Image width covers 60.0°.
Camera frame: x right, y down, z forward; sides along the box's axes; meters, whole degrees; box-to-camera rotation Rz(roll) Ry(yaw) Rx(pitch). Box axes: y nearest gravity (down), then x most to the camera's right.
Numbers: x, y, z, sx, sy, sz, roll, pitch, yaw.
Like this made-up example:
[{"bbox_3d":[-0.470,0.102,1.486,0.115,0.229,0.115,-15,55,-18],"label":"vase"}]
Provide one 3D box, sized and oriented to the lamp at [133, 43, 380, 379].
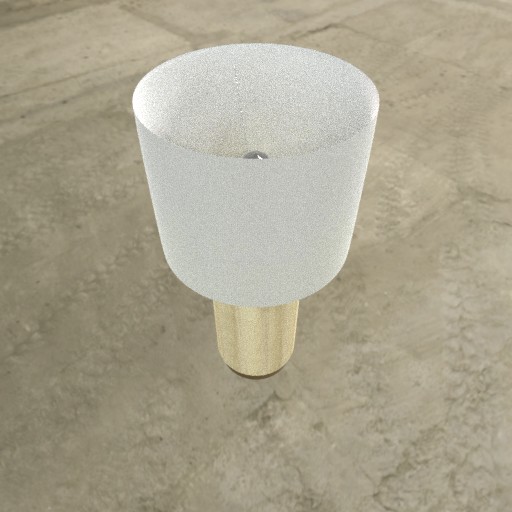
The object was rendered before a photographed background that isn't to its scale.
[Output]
[{"bbox_3d":[0.000,0.000,0.572,0.228,0.444,0.228,-9,47,-9],"label":"lamp"}]
